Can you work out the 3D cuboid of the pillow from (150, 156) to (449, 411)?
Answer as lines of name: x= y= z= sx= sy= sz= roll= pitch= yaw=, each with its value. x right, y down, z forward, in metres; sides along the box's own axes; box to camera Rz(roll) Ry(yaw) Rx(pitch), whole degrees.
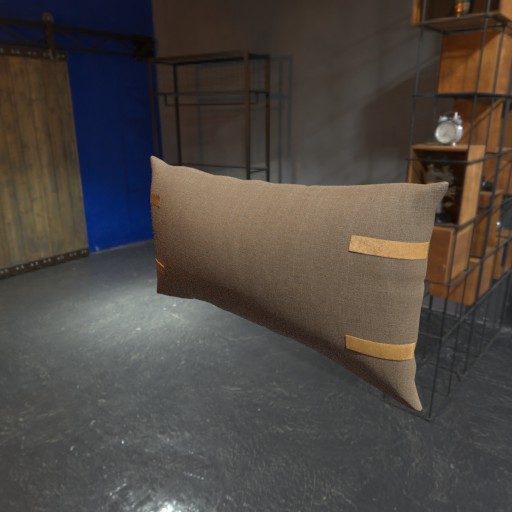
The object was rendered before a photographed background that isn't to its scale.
pillow: x=0.000 y=0.000 z=0.749 sx=0.612 sy=0.308 sz=0.148 roll=16 pitch=24 yaw=41
